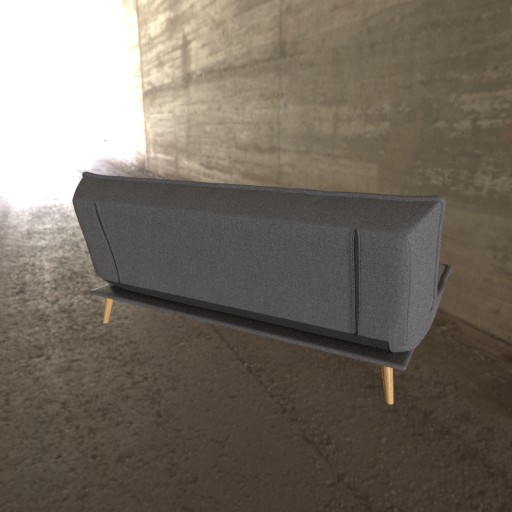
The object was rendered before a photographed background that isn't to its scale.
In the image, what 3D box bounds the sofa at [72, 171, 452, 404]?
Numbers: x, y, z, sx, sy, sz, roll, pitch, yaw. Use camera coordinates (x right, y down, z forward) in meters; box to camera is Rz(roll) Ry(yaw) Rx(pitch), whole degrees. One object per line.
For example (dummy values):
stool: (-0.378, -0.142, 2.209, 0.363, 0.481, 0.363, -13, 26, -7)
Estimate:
sofa: (0.000, 0.000, 2.463, 1.940, 0.890, 0.950, 9, 18, 27)
